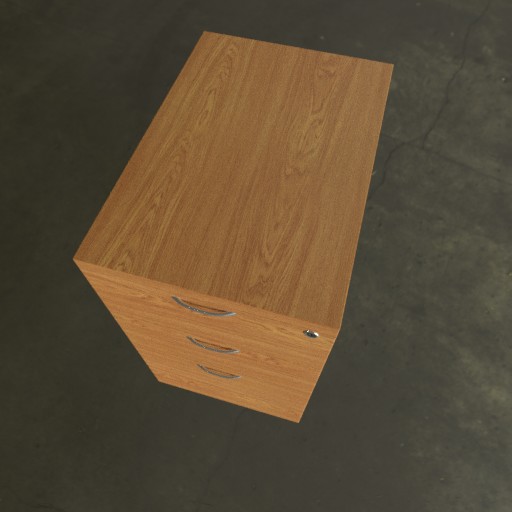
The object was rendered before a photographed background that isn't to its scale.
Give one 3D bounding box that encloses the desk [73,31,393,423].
[{"bbox_3d":[0.000,0.000,1.087,0.404,0.730,0.600,14,60,8],"label":"desk"}]
